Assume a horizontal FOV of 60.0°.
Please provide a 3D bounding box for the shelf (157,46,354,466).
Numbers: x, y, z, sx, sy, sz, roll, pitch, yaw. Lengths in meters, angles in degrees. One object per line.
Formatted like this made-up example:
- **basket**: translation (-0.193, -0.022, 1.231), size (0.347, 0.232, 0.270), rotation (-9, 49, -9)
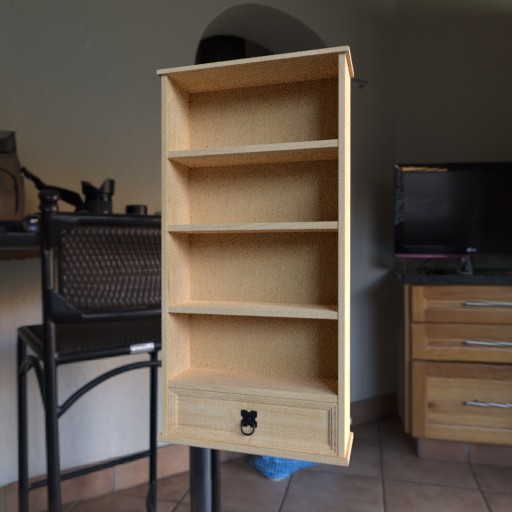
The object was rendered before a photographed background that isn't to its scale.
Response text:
- **shelf**: translation (0.000, 0.000, 1.235), size (0.520, 1.030, 0.175), rotation (0, 0, 16)
